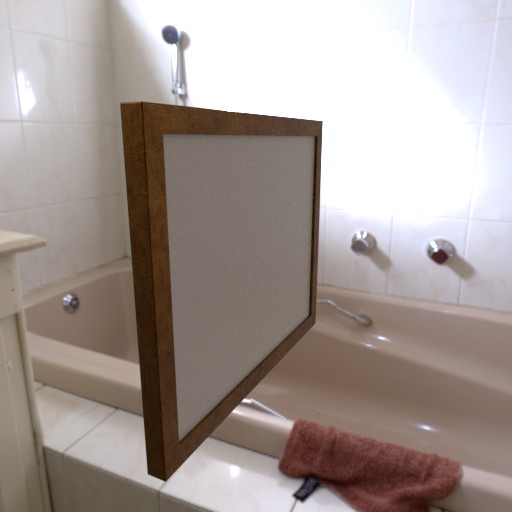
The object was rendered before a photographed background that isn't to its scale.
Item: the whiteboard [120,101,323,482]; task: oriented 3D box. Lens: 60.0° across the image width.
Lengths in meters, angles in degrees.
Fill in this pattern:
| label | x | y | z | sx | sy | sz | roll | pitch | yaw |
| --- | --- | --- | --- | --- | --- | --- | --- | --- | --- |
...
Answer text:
| label | x | y | z | sx | sy | sz | roll | pitch | yaw |
| --- | --- | --- | --- | --- | --- | --- | --- | --- | --- |
| whiteboard | 0.000 | 0.000 | 0.752 | 0.029 | 0.457 | 0.561 | 7 | 17 | 26 |
